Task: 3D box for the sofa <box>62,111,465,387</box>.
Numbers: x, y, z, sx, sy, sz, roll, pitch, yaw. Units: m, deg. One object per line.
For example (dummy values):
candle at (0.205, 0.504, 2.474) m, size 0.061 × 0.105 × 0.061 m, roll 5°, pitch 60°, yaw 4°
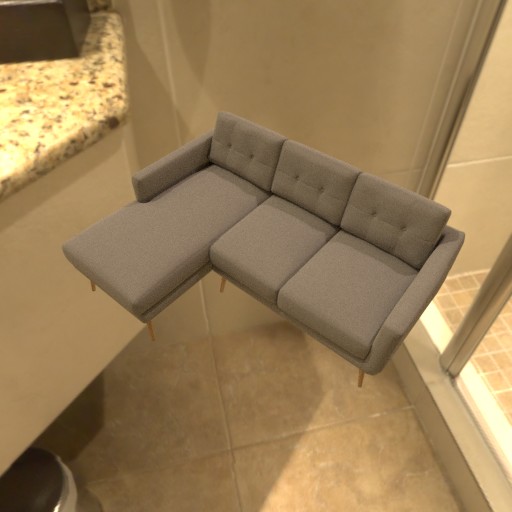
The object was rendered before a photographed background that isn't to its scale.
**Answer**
sofa at (0.000, 0.000, 2.807) m, size 2.040 × 0.860 × 1.530 m, roll 31°, pitch 54°, yaw 26°
